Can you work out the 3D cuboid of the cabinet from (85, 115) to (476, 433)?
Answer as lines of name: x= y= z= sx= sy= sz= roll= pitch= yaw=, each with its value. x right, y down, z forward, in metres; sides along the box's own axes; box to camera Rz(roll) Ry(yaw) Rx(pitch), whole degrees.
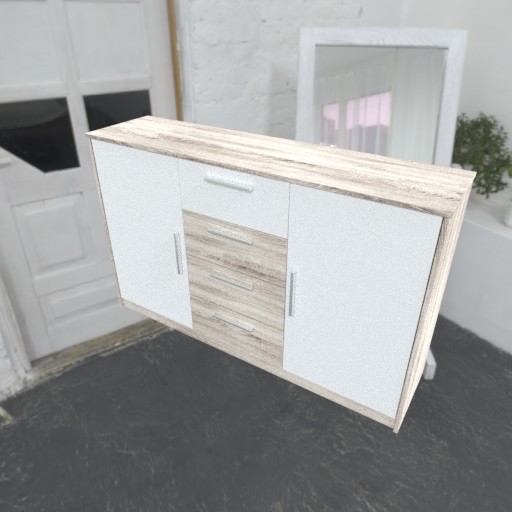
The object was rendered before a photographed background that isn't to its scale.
cabinet: x=0.000 y=0.000 z=1.859 sx=1.450 sy=0.900 sz=0.380 roll=18 pitch=35 yaw=27
